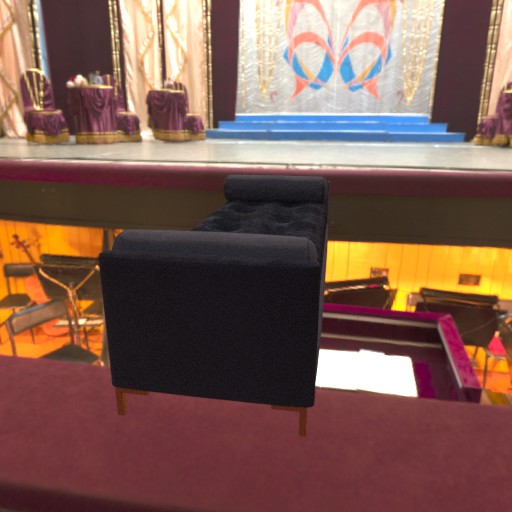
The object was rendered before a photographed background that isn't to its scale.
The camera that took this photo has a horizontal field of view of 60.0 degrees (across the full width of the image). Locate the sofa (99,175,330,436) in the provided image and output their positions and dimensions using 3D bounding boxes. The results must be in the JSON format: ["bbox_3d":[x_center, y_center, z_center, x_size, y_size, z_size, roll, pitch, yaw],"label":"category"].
[{"bbox_3d":[0.000,0.000,2.535,0.796,0.705,2.102,3,18,10],"label":"sofa"}]
